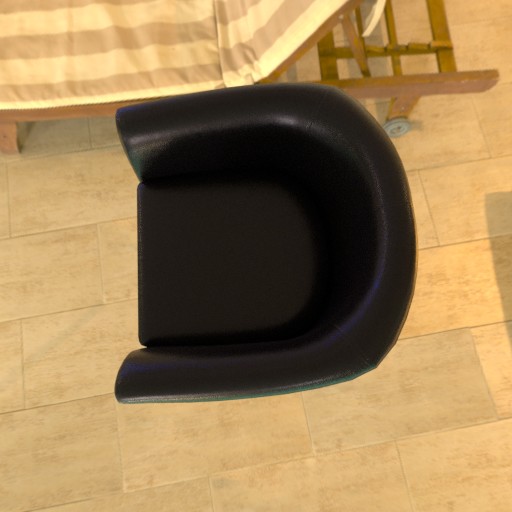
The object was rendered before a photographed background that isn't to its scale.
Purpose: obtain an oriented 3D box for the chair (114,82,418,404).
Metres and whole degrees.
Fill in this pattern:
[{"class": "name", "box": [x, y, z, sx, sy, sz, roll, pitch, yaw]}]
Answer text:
[{"class": "chair", "box": [0.000, 0.000, 1.350, 0.727, 0.756, 0.793, -4, 76, -1]}]
